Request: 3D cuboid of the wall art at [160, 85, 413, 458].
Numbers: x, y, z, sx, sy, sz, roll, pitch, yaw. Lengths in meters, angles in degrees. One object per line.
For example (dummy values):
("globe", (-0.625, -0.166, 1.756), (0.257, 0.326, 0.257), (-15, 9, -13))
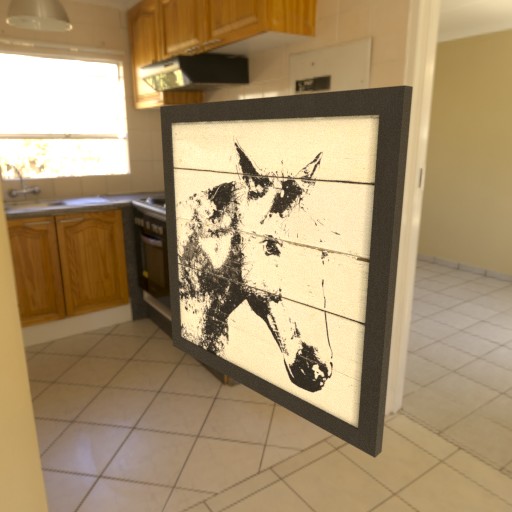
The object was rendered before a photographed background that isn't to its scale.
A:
("wall art", (0.000, 0.000, 1.517), (0.038, 1.016, 1.016), (-14, 21, -43))
